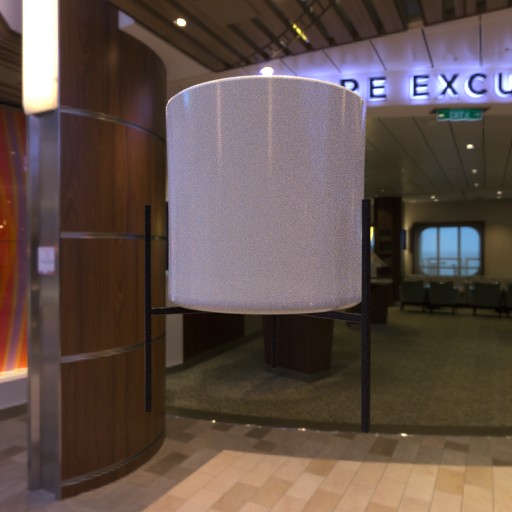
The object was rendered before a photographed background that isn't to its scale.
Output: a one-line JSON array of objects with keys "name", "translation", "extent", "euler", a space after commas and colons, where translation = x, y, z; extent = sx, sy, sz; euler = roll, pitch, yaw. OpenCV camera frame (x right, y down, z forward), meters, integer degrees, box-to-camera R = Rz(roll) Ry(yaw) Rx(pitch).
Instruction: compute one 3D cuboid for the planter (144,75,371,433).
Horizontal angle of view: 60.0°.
[{"name": "planter", "translation": [0.000, 0.000, 0.739], "extent": [0.361, 0.480, 0.360], "euler": [0, 1, -19]}]
